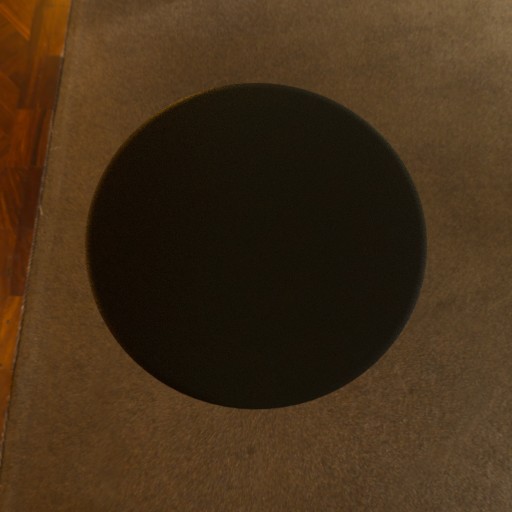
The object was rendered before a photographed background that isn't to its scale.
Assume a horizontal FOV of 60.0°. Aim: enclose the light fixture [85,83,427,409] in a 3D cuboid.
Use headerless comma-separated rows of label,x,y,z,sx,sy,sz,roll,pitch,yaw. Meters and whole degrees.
light fixture,0.000,0.000,0.614,0.389,0.229,0.389,0,74,0
